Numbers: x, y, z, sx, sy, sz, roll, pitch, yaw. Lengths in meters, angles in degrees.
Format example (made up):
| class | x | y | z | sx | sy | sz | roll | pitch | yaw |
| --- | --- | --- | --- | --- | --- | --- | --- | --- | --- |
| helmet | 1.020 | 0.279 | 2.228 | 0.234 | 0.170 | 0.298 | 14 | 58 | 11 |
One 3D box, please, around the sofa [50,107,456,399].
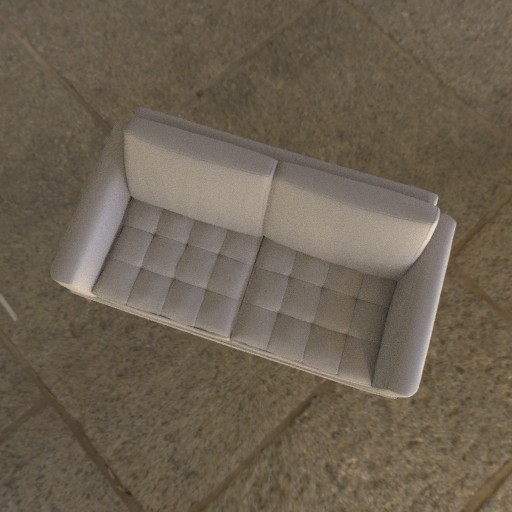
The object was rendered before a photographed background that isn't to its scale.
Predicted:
| class | x | y | z | sx | sy | sz | roll | pitch | yaw |
| --- | --- | --- | --- | --- | --- | --- | --- | --- | --- |
| sofa | 0.000 | 0.000 | 2.676 | 2.177 | 0.930 | 1.121 | 17 | 76 | 4 |
